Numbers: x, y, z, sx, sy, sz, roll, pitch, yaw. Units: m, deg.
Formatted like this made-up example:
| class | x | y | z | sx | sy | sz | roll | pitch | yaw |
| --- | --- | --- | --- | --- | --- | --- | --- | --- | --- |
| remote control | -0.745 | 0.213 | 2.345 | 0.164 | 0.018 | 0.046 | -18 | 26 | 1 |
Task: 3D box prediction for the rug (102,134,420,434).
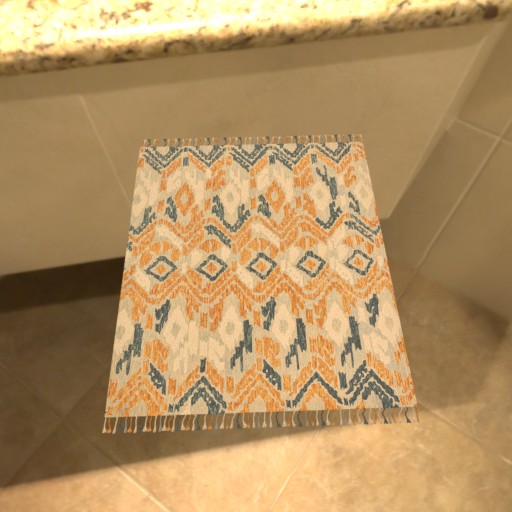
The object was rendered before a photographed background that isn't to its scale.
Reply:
| class | x | y | z | sx | sy | sz | roll | pitch | yaw |
| --- | --- | --- | --- | --- | --- | --- | --- | --- | --- |
| rug | 0.000 | 0.000 | 4.147 | 2.439 | 0.010 | 3.048 | -2 | 60 | -1 |
